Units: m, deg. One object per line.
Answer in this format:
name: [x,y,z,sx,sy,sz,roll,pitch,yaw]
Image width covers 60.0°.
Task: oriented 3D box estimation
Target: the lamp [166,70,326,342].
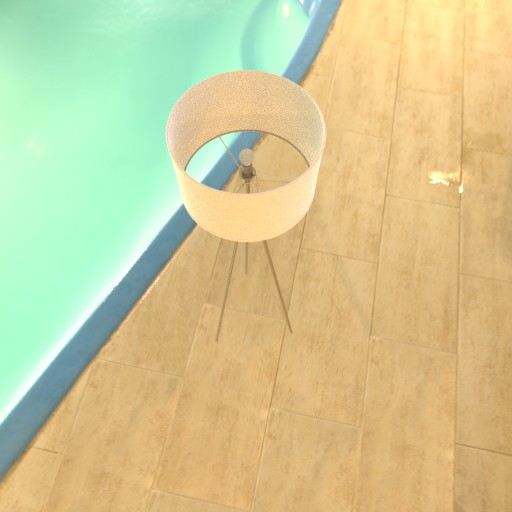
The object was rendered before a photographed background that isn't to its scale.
lamp: [0.000,0.000,1.829,0.458,1.545,0.448,16,66,7]
